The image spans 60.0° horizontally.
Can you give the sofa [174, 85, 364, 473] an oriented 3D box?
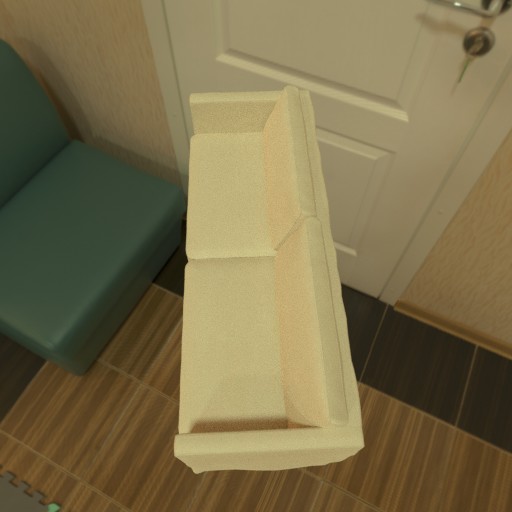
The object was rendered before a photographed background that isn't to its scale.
[{"bbox_3d":[0.000,0.000,3.260,1.036,0.999,2.779,-2,60,-1],"label":"sofa"}]
